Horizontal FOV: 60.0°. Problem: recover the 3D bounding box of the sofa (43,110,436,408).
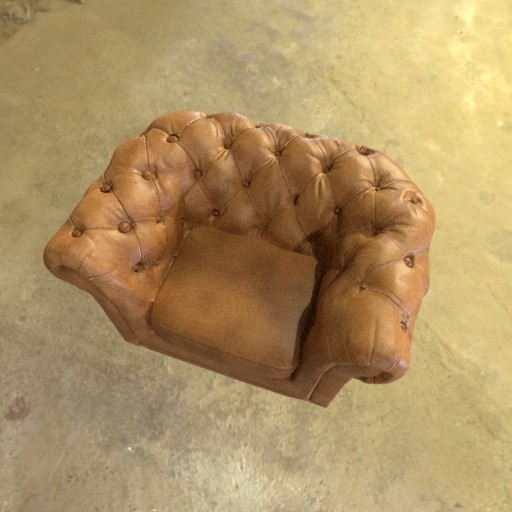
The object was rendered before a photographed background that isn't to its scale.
[{"bbox_3d":[0.000,0.000,2.056,1.405,0.878,1.033,16,60,10],"label":"sofa"}]
